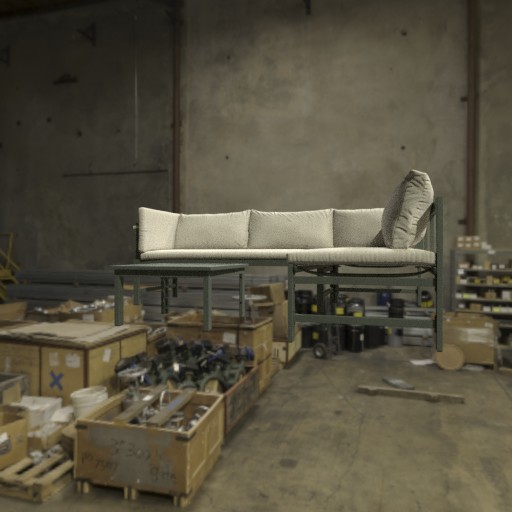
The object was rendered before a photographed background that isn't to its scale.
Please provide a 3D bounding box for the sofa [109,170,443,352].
[{"bbox_3d":[0.000,0.000,2.882,2.096,0.758,1.658,0,0,18],"label":"sofa"}]
